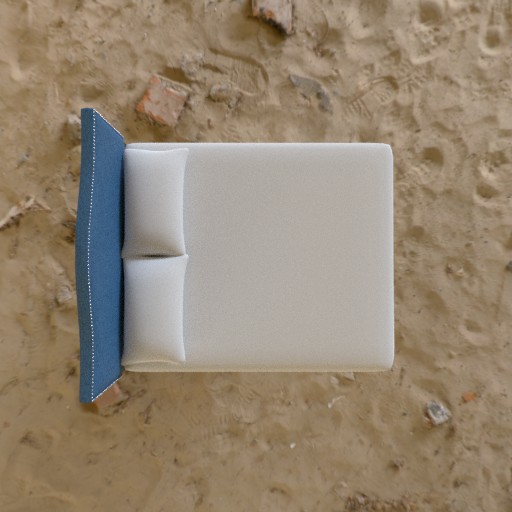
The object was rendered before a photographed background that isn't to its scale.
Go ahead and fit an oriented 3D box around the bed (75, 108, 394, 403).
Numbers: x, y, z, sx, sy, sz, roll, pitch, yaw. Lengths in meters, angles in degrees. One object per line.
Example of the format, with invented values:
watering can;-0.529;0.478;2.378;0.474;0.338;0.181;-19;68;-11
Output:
bed;0.000;0.000;2.868;1.872;1.169;1.610;0;89;0
